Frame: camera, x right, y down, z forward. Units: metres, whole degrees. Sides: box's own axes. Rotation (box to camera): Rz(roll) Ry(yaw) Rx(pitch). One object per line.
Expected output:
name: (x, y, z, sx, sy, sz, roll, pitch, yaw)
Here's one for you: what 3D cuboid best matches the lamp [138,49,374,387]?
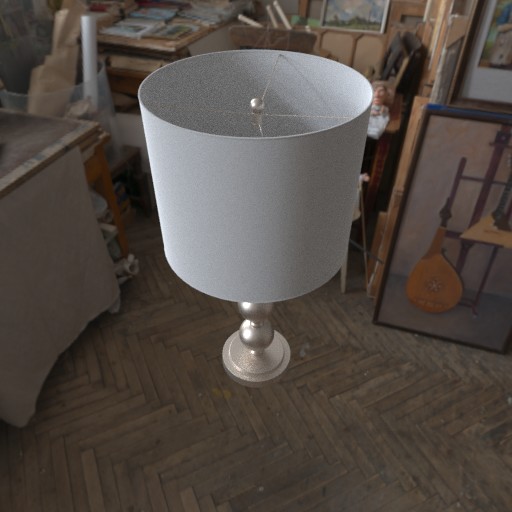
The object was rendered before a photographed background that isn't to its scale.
lamp: (0.000, 0.000, 0.702, 0.277, 0.538, 0.277, -13, 43, -14)
